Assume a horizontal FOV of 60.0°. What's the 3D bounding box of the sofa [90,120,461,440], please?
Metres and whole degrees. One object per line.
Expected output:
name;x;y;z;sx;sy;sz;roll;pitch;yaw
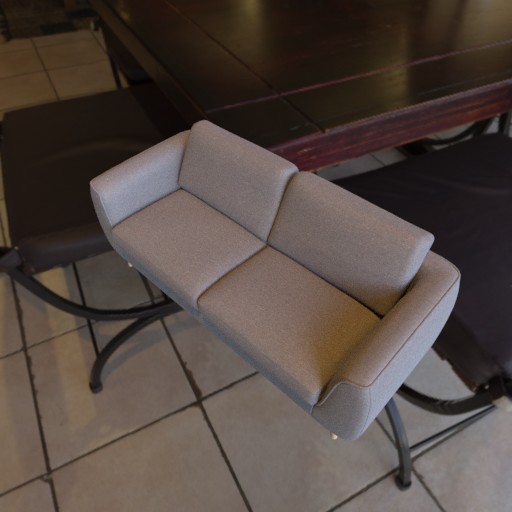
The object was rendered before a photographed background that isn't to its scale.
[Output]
sofa;0.000;0.000;2.550;2.000;0.870;0.920;34;54;29
